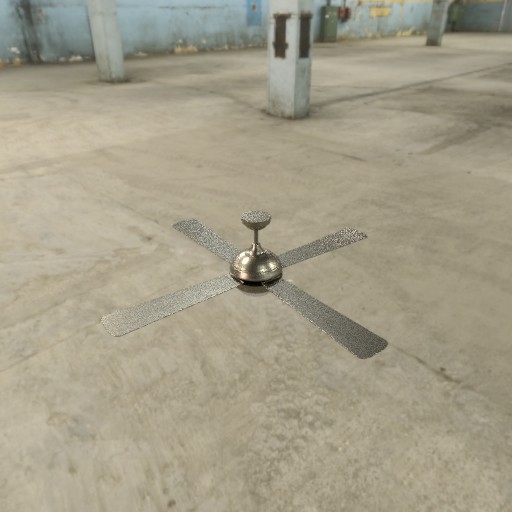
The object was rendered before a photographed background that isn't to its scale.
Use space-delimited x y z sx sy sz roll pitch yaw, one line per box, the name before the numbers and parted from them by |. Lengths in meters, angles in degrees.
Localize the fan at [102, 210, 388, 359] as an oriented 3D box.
fan | 0.000 0.000 1.957 1.321 0.381 1.321 -8 29 -14
